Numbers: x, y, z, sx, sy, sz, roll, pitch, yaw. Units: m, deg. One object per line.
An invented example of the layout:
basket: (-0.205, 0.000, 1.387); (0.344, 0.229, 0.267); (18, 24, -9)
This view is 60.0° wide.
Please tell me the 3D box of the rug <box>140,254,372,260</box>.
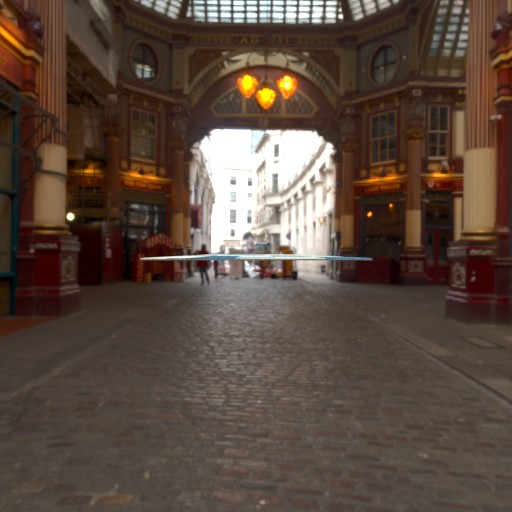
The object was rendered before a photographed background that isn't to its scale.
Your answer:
rug: (0.000, 0.000, 2.680); (0.774, 0.008, 2.437); (0, 1, 0)
